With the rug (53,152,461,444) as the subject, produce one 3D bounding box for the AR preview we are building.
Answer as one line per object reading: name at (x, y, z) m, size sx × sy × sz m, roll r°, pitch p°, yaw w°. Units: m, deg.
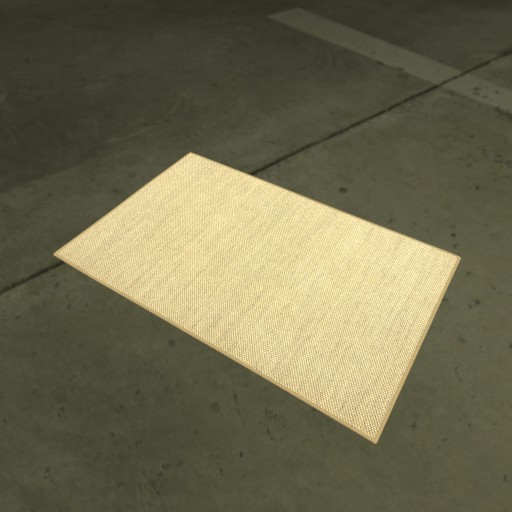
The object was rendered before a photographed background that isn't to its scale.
rug at (0.000, 0.000, 2.139) m, size 1.667 × 0.013 × 1.062 m, roll 25°, pitch 51°, yaw 22°
